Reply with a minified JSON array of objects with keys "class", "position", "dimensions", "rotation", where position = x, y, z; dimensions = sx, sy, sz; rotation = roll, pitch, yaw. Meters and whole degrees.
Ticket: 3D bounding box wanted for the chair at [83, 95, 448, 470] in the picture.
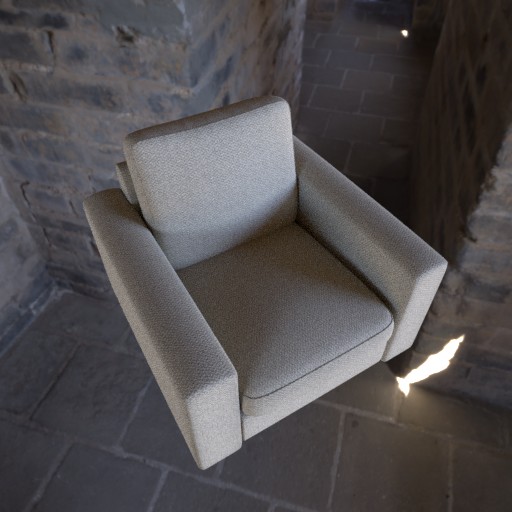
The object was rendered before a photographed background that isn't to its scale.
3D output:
[{"class":"chair","position":[0.000,0.000,1.705],"dimensions":[1.005,0.873,1.016],"rotation":[-23,50,-21]}]
